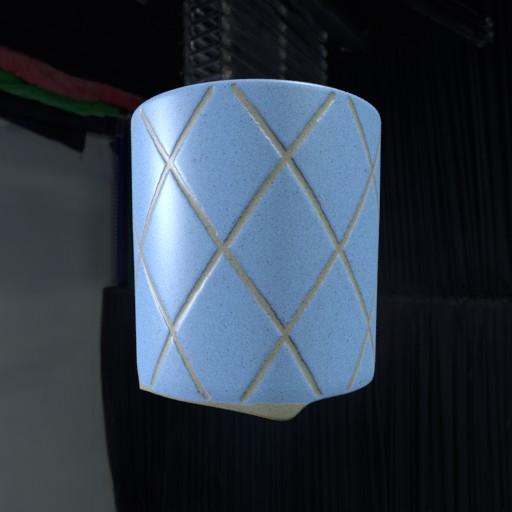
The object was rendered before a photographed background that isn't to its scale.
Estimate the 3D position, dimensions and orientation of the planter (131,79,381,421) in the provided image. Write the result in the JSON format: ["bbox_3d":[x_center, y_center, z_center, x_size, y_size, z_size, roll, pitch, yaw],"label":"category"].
[{"bbox_3d":[0.000,0.000,0.348,0.191,0.200,0.191,0,-2,0],"label":"planter"}]
